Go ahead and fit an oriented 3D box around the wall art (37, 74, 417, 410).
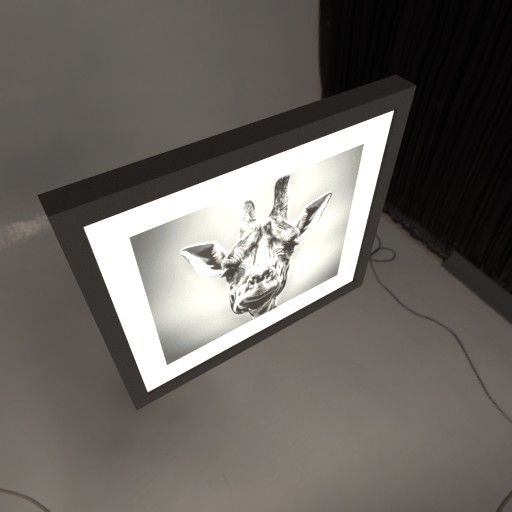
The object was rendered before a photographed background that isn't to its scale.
[{"bbox_3d":[0.000,0.000,0.523,0.381,0.330,0.031,-25,52,-22],"label":"wall art"}]
